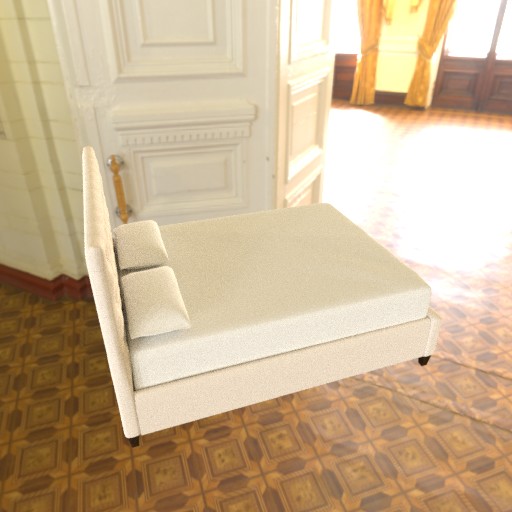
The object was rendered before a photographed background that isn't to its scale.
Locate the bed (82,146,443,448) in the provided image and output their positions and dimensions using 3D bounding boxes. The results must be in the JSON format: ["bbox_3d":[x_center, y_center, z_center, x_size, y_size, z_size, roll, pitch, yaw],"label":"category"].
[{"bbox_3d":[0.000,0.000,3.346,2.233,1.426,1.696,-10,32,-16],"label":"bed"}]
